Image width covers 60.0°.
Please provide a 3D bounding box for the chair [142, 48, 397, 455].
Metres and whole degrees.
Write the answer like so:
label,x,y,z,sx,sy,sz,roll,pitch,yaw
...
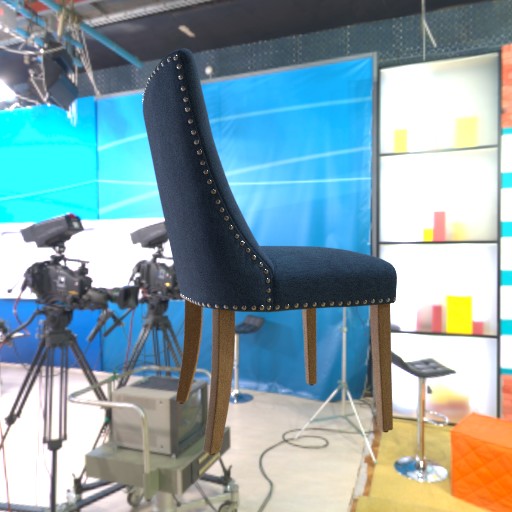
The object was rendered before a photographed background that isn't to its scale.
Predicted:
label,x,y,z,sx,sy,sz,roll,pitch,yaw
chair,0.000,0.000,1.243,0.610,0.902,0.495,0,0,-19
